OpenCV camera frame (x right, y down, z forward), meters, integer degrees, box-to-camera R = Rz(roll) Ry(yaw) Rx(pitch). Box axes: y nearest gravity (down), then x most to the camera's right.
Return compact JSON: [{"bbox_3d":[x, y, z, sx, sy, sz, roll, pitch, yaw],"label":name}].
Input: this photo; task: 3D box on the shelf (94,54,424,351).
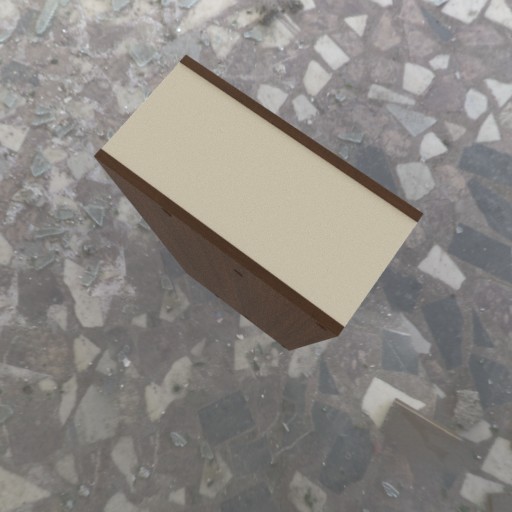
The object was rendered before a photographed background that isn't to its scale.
[{"bbox_3d":[0.000,0.000,0.719,0.290,0.600,0.147,36,79,8],"label":"shelf"}]
